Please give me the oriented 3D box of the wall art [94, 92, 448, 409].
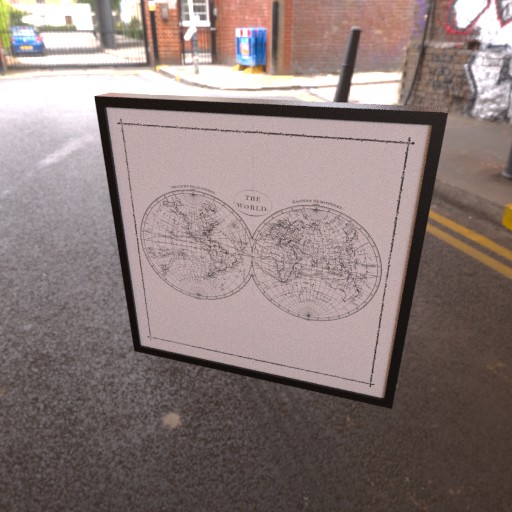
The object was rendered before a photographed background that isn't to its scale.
[{"bbox_3d":[0.000,0.000,0.478,0.327,0.318,0.029,8,28,16],"label":"wall art"}]
